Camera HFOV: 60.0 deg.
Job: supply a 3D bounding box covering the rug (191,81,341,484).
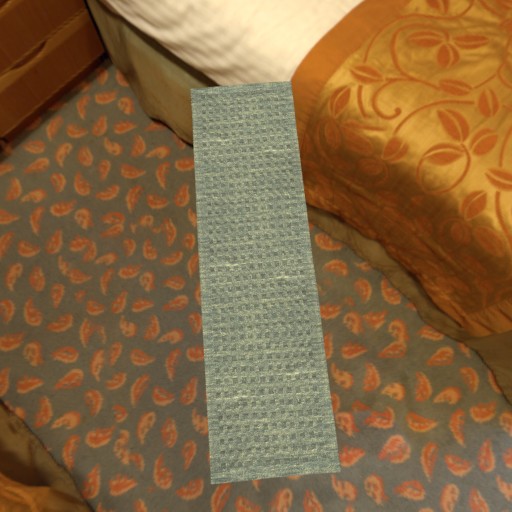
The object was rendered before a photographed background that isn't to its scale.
[{"bbox_3d":[0.000,0.000,2.674,0.688,0.008,2.443,-5,74,-1],"label":"rug"}]
